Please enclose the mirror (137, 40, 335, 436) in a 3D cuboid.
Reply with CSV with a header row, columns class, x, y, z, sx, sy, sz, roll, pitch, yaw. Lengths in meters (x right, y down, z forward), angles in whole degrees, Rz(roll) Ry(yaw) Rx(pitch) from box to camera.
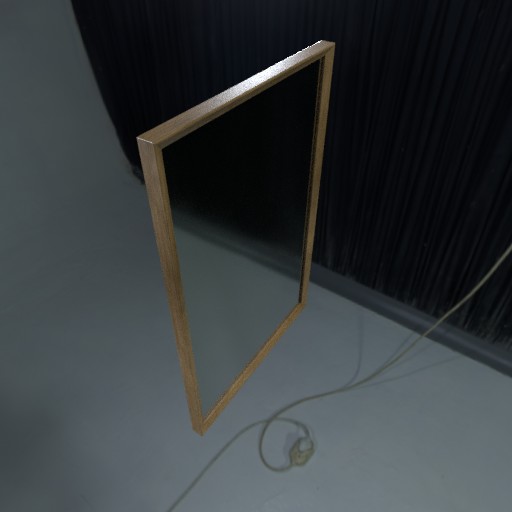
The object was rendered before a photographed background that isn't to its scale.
class,x,y,z,sx,sy,sz,roll,pitch,yaw
mirror,0.000,0.000,1.166,0.041,0.915,0.609,24,47,25
